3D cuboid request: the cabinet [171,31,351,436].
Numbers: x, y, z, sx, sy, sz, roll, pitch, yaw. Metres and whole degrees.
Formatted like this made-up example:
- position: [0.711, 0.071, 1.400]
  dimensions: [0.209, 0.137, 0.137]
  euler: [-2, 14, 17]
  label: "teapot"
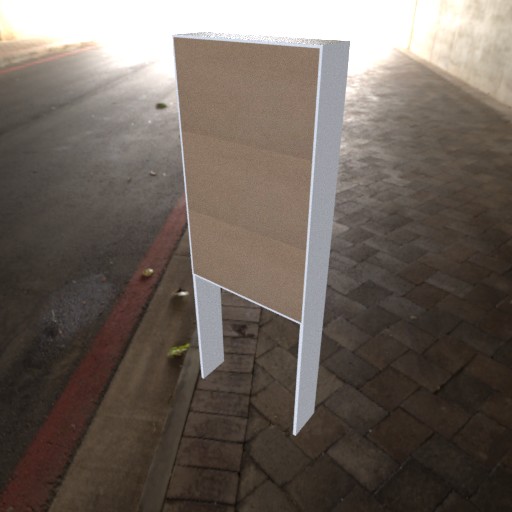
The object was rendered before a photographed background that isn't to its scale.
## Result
- position: [0.000, 0.000, 1.991]
  dimensions: [0.643, 1.770, 0.192]
  euler: [21, 37, 31]
  label: "cabinet"
